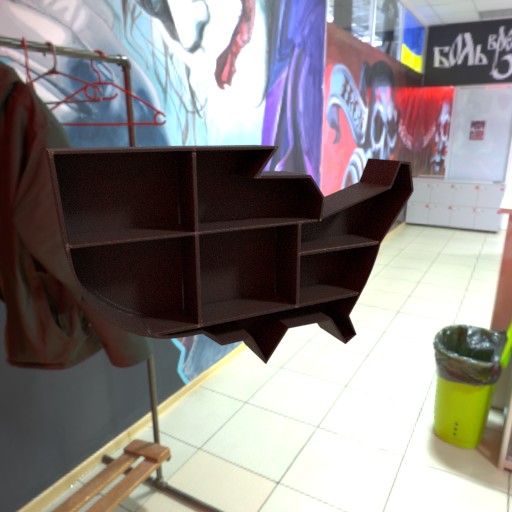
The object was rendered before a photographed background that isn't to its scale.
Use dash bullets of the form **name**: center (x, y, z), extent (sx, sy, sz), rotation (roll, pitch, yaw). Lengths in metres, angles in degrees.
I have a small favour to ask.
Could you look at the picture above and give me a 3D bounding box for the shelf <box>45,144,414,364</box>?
- **shelf**: center (0.000, 0.000, 0.906), extent (0.729, 0.439, 0.112), rotation (-8, 18, -26)
